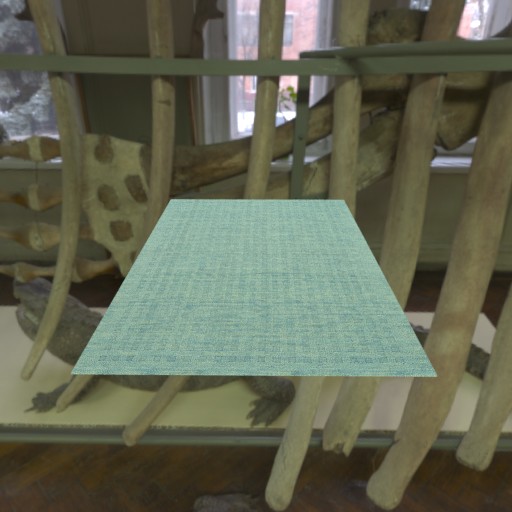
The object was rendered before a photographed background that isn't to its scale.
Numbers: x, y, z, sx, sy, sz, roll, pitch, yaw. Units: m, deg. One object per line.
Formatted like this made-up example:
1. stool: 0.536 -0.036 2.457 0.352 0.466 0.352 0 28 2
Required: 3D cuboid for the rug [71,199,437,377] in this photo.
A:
1. rug: 0.000 0.000 2.870 1.522 0.006 2.286 0 26 0
